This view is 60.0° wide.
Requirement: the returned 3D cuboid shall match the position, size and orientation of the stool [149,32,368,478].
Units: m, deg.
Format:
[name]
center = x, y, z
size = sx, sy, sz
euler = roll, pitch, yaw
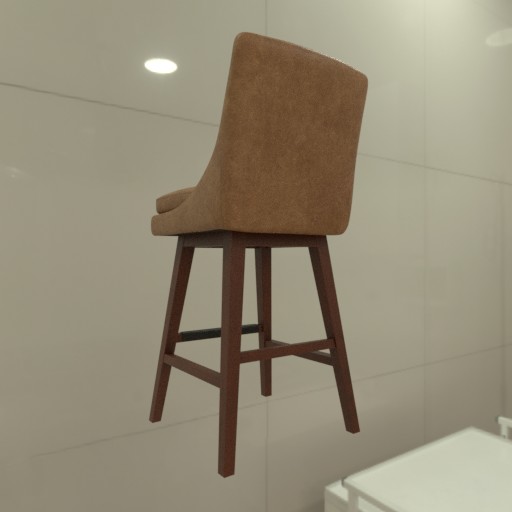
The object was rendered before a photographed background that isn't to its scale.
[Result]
[stool]
center = 0.000, 0.000, 1.383
size = 0.487, 1.079, 0.572
euler = 0, 0, -36
